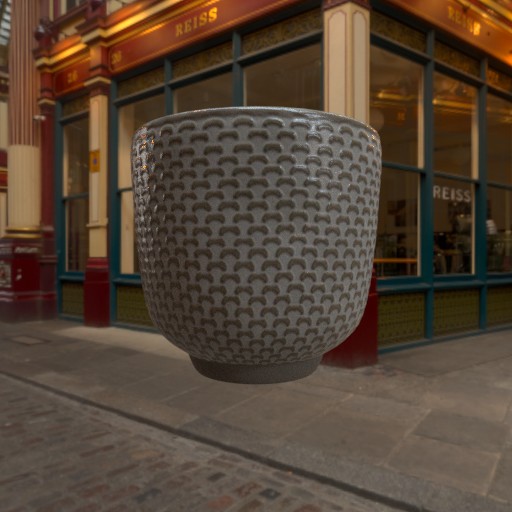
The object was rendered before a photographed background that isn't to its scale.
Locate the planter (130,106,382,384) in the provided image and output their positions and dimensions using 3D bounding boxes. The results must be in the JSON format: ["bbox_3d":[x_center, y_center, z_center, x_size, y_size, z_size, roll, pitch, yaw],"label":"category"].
[{"bbox_3d":[0.000,0.000,0.317,0.173,0.160,0.173,0,1,0],"label":"planter"}]
